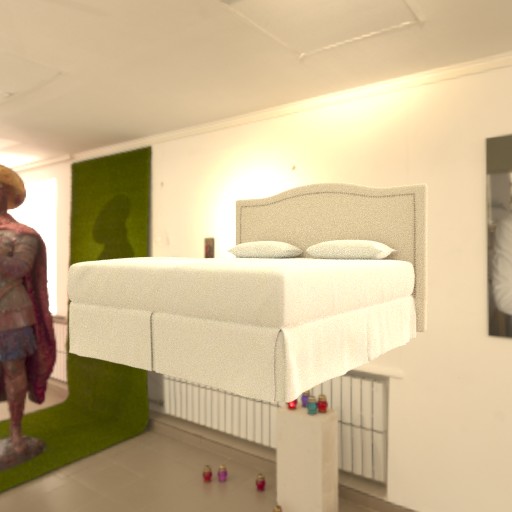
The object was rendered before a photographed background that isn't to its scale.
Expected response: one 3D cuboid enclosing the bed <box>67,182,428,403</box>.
[{"bbox_3d":[0.000,0.000,3.558,2.083,1.421,2.182,1,1,37],"label":"bed"}]
